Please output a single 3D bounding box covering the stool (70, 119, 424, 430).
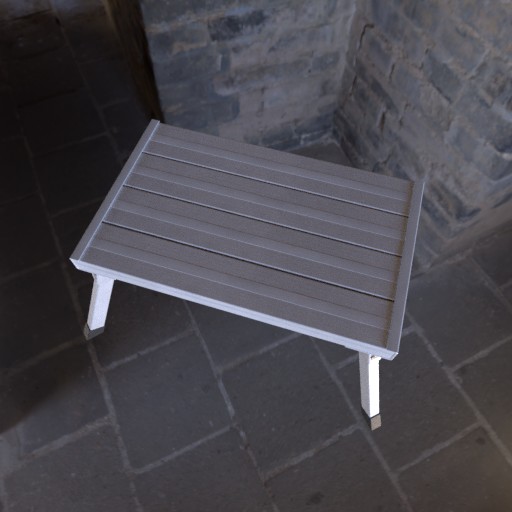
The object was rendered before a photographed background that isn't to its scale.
[{"bbox_3d":[0.000,0.000,0.744,0.535,0.225,0.385,15,62,8],"label":"stool"}]
